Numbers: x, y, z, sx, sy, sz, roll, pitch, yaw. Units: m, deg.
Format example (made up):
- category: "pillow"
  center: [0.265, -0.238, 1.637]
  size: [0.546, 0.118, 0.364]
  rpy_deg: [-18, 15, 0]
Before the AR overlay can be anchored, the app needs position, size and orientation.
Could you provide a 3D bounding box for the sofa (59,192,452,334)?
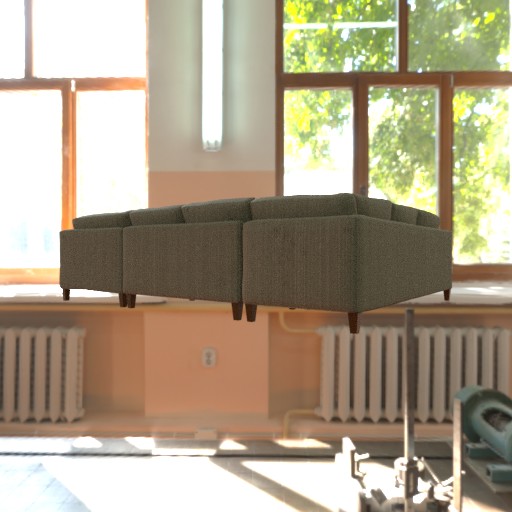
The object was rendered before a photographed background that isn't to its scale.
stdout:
- category: "sofa"
  center: [0.000, 0.000, 4.796]
  size: [3.460, 0.961, 2.594]
  rpy_deg: [0, 0, 36]
